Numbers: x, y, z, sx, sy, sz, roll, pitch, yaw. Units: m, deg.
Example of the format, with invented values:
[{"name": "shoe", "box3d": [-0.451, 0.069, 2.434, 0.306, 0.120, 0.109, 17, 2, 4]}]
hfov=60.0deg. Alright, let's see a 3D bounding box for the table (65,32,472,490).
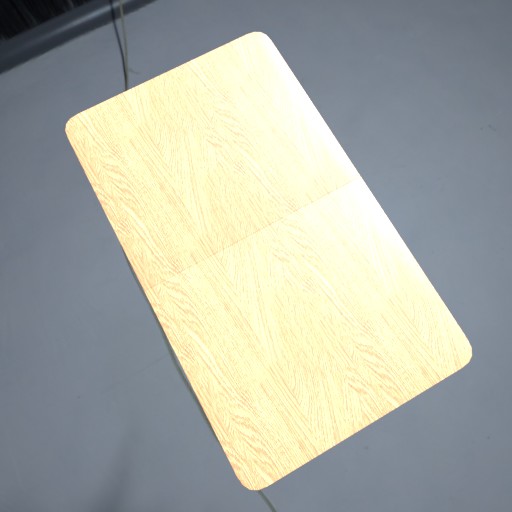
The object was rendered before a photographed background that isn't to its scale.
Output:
[{"name": "table", "box3d": [0.000, 0.000, 2.078, 0.950, 0.770, 1.600, -28, 78, -7]}]
